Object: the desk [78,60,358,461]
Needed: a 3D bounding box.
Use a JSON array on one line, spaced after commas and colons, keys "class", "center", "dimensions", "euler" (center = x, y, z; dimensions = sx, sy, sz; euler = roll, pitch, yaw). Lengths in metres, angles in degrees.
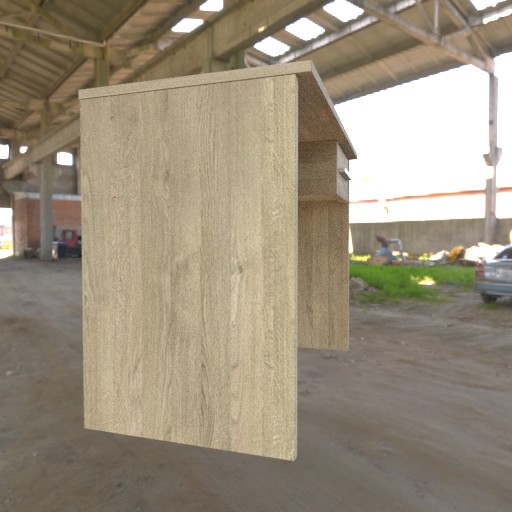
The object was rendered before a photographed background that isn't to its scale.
[{"class": "desk", "center": [0.000, 0.000, 1.294], "dimensions": [0.498, 0.724, 0.893], "euler": [1, 2, 18]}]
